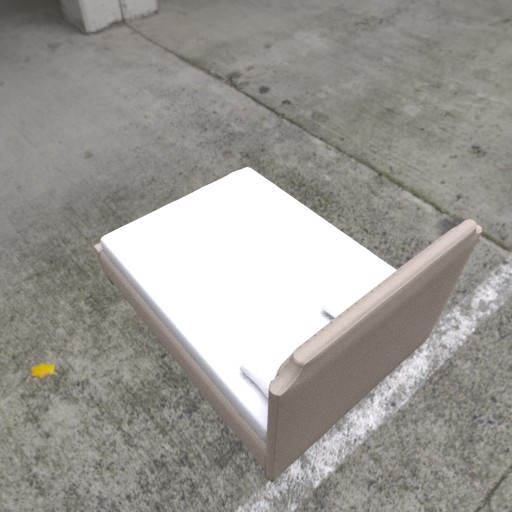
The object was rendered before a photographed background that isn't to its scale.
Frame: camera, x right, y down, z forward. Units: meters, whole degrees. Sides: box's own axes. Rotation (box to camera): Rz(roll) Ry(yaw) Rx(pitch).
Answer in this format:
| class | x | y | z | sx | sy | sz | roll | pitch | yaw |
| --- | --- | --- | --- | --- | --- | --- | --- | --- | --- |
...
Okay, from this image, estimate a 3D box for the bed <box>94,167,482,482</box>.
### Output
| class | x | y | z | sx | sy | sz | roll | pitch | yaw |
| --- | --- | --- | --- | --- | --- | --- | --- | --- | --- |
| bed | 0.000 | 0.000 | 3.373 | 1.713 | 1.443 | 2.372 | -31 | 54 | -26 |
